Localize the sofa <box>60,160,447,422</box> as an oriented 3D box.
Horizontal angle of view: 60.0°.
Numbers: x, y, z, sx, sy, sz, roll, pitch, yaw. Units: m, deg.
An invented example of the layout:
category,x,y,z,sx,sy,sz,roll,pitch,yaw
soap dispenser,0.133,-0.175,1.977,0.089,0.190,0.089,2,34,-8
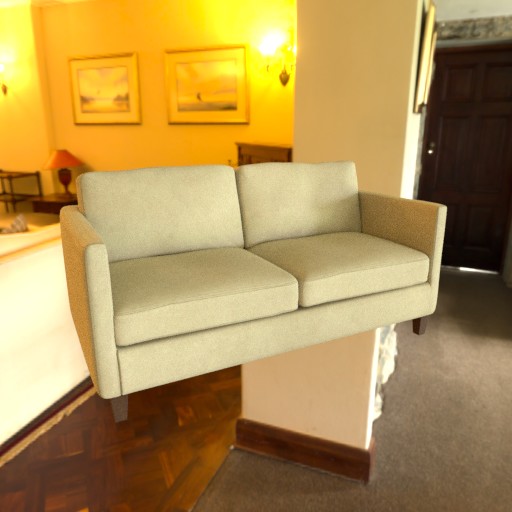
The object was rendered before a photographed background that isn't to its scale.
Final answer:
category,x,y,z,sx,sy,sz,roll,pitch,yaw
sofa,0.000,0.000,2.381,1.846,0.940,0.950,-8,18,-27
